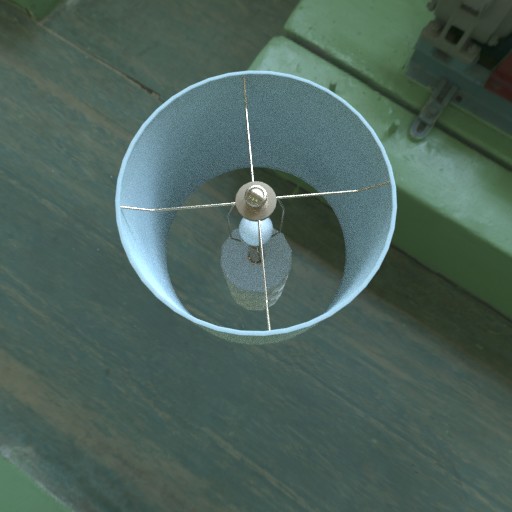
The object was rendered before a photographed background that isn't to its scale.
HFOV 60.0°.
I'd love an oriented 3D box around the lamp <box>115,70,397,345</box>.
[{"bbox_3d":[0.000,0.000,0.695,0.277,0.534,0.277,32,79,7],"label":"lamp"}]
